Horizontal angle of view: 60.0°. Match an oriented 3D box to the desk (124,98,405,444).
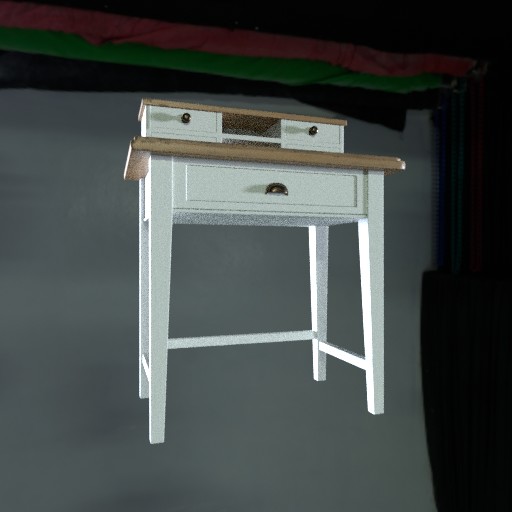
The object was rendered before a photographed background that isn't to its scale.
[{"bbox_3d":[0.000,0.000,1.454,0.814,0.981,0.462,0,0,-19],"label":"desk"}]
